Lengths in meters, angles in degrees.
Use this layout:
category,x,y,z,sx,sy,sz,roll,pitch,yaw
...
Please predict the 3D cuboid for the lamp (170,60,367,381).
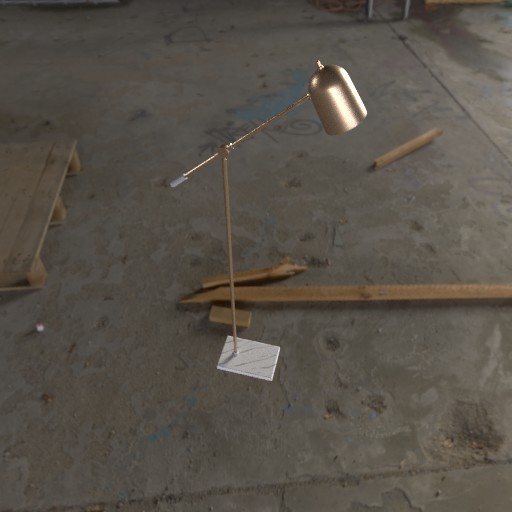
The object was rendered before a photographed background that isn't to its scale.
category,x,y,z,sx,sy,sz,roll,pitch,yaw
lamp,0.000,0.000,1.795,0.653,1.594,0.194,10,47,10
